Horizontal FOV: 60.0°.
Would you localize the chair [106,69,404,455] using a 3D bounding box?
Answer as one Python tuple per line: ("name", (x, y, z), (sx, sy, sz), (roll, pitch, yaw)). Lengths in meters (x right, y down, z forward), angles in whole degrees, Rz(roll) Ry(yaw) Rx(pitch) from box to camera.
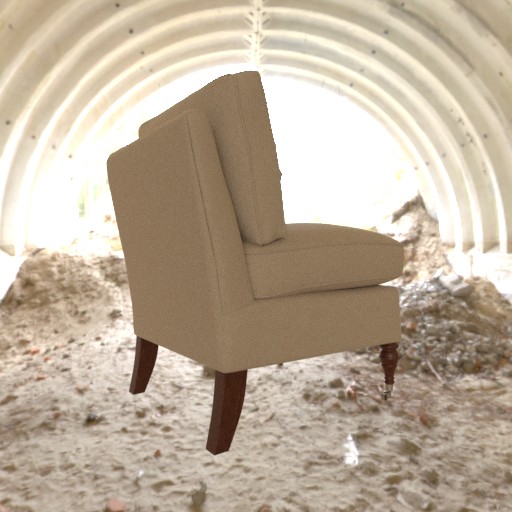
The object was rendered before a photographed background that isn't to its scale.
("chair", (0.000, 0.000, 1.655), (0.912, 1.052, 0.724), (0, 1, -35))
